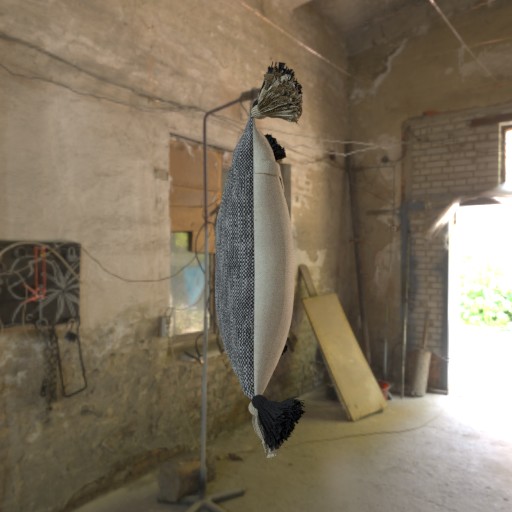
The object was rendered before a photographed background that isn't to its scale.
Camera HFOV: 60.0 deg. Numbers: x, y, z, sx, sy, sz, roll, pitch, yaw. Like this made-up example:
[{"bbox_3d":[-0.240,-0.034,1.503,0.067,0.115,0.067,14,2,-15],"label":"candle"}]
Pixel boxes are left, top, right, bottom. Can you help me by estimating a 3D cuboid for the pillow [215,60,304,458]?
[{"bbox_3d":[0.000,0.000,0.974,0.170,0.659,0.654,0,1,1],"label":"pillow"}]
